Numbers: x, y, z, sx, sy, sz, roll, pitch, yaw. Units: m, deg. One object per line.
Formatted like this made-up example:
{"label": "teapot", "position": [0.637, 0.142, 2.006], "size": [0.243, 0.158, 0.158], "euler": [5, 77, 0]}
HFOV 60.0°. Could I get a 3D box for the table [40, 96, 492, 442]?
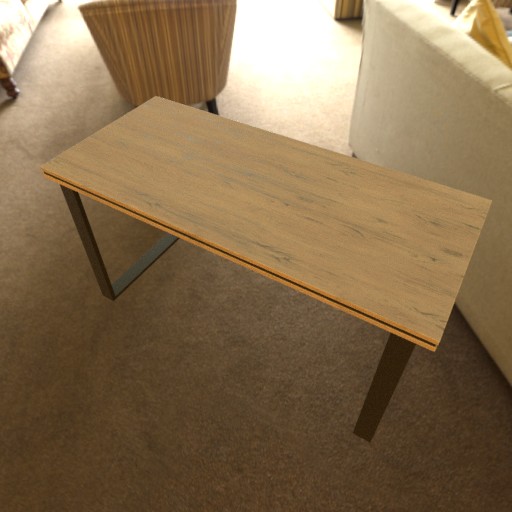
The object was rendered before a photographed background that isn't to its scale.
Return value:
{"label": "table", "position": [0.000, 0.000, 2.219], "size": [1.778, 0.899, 0.795], "euler": [23, 50, 21]}
